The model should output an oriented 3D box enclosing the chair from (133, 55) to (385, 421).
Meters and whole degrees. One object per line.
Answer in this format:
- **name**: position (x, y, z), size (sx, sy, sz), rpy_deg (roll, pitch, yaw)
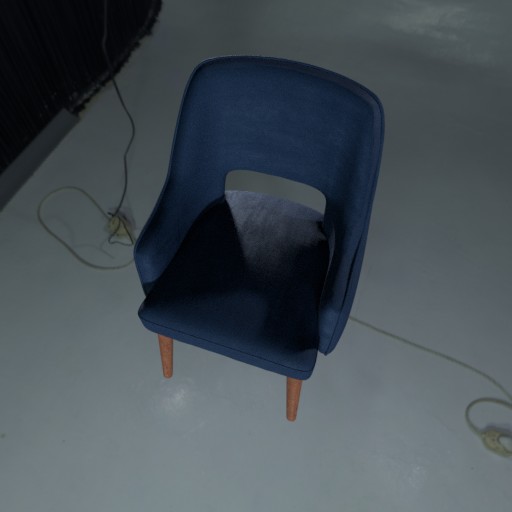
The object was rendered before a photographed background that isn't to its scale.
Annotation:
- **chair**: position (0.000, 0.000, 1.224), size (0.559, 0.844, 0.591), rpy_deg (16, 59, 10)
